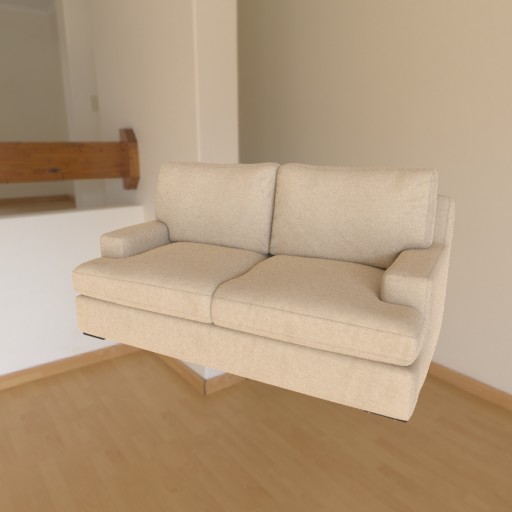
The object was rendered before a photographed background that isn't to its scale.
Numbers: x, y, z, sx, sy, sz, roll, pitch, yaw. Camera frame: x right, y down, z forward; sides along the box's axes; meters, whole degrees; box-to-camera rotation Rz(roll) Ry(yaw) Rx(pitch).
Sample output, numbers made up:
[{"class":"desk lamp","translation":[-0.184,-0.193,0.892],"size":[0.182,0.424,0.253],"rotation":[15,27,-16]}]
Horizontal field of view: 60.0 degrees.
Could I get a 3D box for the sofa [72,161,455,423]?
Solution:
[{"class":"sofa","translation":[0.000,0.000,2.410],"size":[1.885,0.967,0.962],"rotation":[8,16,27]}]
